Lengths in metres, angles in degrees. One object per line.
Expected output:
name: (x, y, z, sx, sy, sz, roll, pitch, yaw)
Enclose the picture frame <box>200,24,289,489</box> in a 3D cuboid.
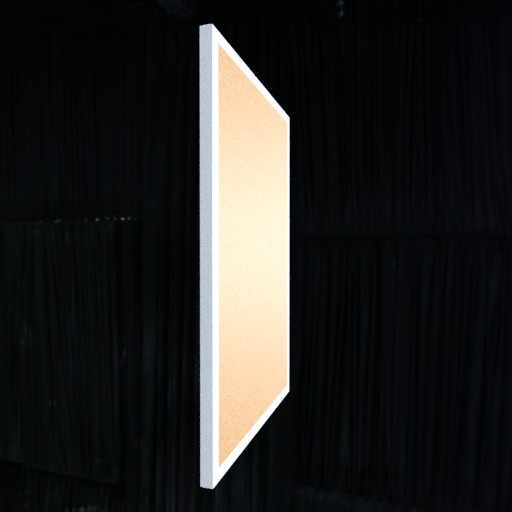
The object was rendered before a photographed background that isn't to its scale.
picture frame: (0.000, 0.000, 0.561, 0.013, 0.434, 0.305, 0, 1, 18)
